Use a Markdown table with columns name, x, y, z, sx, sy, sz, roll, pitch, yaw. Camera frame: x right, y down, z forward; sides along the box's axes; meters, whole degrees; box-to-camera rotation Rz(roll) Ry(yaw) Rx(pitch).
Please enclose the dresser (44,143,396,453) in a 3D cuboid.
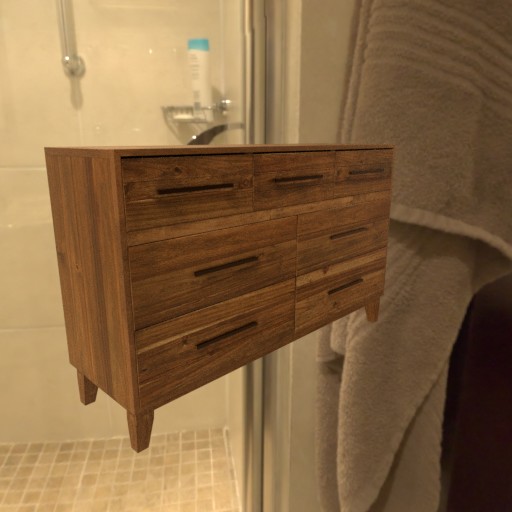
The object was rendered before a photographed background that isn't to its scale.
| name | x | y | z | sx | sy | sz | roll | pitch | yaw |
| --- | --- | --- | --- | --- | --- | --- | --- | --- | --- |
| dresser | 0.000 | 0.000 | 1.799 | 0.446 | 0.873 | 1.400 | 14 | 20 | 43 |
